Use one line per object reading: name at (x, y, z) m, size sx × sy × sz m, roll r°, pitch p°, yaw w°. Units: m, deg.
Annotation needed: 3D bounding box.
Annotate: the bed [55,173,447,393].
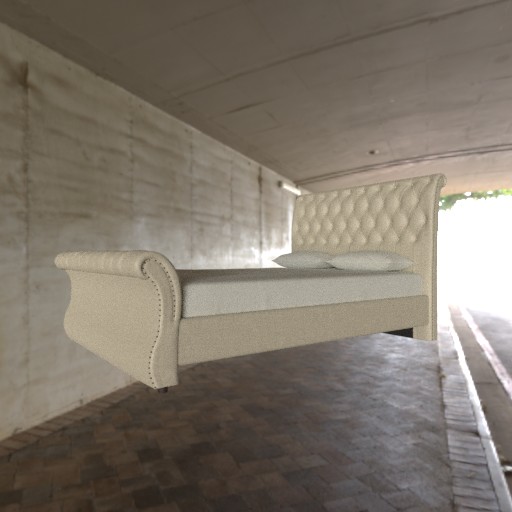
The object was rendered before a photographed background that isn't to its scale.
bed at (0.000, 0.000, 3.331) m, size 2.493 × 1.268 × 1.606 m, roll 0°, pitch 0°, yaw -36°
